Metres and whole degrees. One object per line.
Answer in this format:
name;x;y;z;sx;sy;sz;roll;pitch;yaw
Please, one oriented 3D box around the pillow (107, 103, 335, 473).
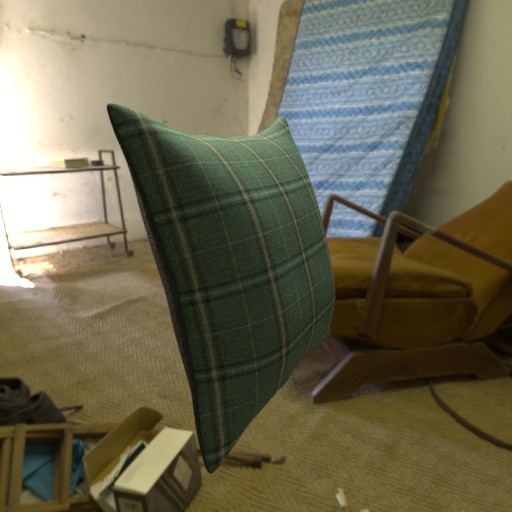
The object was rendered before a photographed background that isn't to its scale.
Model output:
pillow;0.000;0.000;0.685;0.200;0.430;0.453;8;17;26
